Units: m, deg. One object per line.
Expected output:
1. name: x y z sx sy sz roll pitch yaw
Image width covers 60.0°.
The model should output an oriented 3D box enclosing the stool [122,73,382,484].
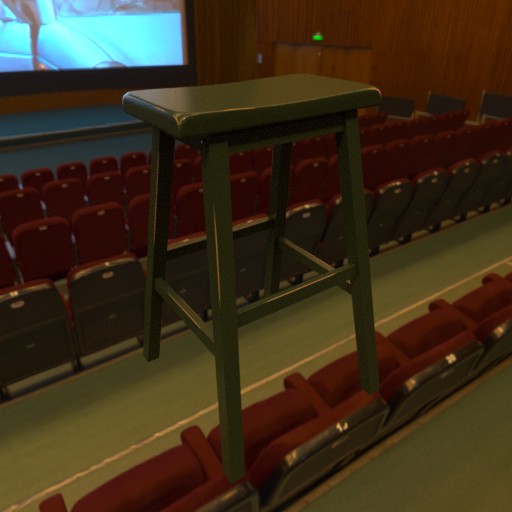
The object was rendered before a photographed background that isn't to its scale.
1. stool: 0.000 0.000 1.032 0.457 0.737 0.476 -19 35 -30
